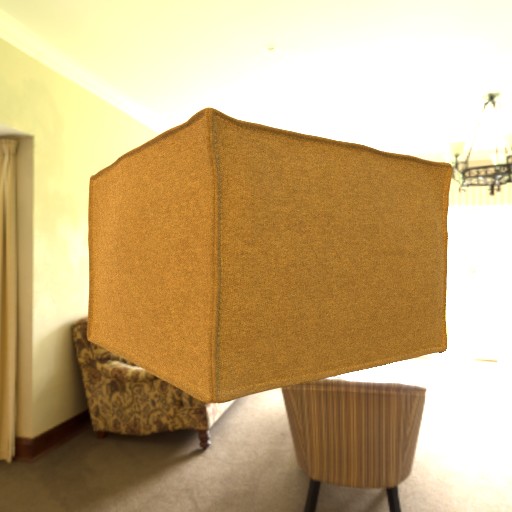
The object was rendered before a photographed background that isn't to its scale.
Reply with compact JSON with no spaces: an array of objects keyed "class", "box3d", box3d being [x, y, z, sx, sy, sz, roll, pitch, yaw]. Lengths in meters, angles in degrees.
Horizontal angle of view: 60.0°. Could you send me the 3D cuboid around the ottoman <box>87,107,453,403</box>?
[{"class":"ottoman","box3d":[0.000,0.000,1.130,0.696,0.470,0.707,0,0,-36]}]
